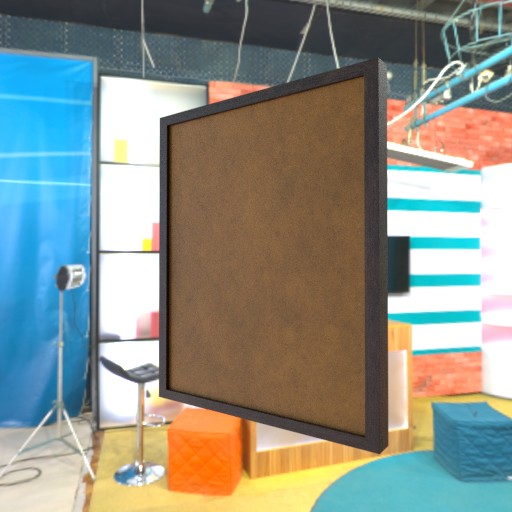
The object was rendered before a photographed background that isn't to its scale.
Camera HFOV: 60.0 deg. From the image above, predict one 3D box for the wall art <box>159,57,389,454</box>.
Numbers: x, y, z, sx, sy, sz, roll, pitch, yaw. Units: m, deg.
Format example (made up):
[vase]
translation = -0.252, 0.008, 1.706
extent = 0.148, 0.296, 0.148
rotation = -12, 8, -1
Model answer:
[wall art]
translation = 0.000, 0.000, 0.560
extent = 0.329, 0.406, 0.027
rotation = -1, -1, 36
